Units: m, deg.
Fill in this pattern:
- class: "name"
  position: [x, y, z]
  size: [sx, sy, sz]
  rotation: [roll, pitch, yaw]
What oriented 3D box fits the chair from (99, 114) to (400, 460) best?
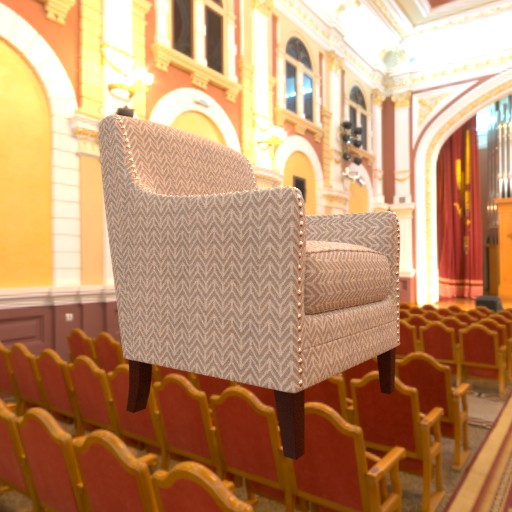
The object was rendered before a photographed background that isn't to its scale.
- class: "chair"
  position: [0.000, 0.000, 1.291]
  size: [0.651, 0.816, 0.623]
  rotation: [0, -1, 36]
